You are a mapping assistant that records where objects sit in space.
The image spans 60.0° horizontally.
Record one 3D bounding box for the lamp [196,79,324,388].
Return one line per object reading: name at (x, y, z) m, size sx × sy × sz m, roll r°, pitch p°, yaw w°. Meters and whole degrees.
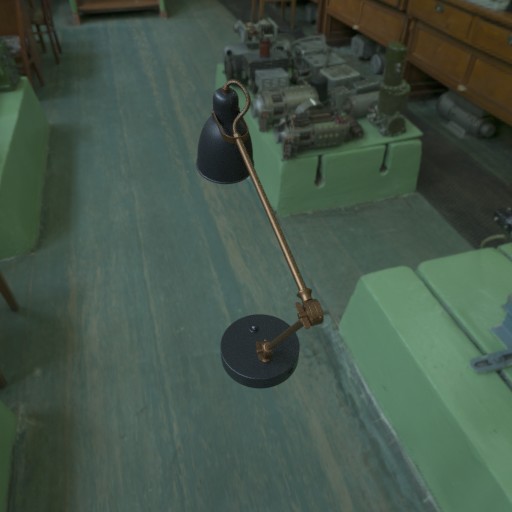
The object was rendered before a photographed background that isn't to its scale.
lamp at (0.000, 0.000, 0.892) m, size 0.187 × 0.587 × 0.561 m, roll -13°, pitch 44°, yaw -14°
